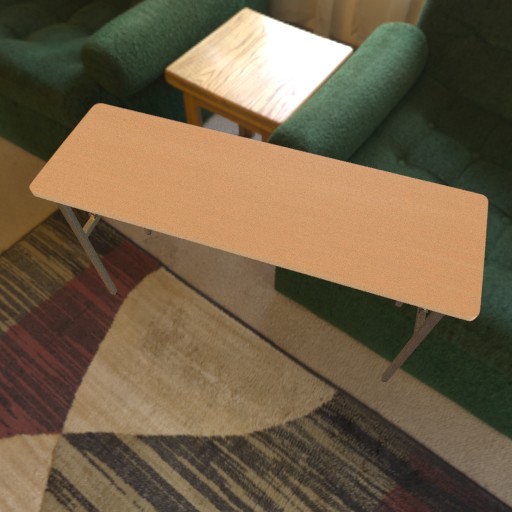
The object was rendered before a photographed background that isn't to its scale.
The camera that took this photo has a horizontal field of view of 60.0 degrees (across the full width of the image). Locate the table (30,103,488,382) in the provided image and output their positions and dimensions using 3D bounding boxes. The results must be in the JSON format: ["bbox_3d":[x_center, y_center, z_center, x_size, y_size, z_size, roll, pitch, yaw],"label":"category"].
[{"bbox_3d":[0.000,0.000,1.719,1.397,0.750,0.446,16,59,10],"label":"table"}]
